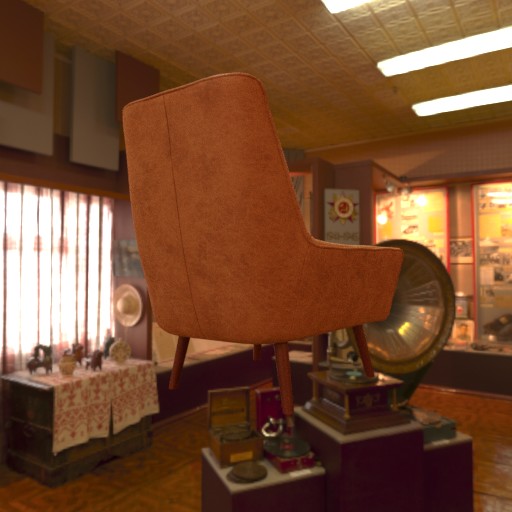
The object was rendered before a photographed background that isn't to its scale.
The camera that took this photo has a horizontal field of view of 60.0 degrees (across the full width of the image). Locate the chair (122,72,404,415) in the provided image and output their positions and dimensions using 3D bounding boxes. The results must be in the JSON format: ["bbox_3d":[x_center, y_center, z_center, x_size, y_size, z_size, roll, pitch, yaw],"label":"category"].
[{"bbox_3d":[0.000,0.000,1.495,0.753,0.883,0.851,-1,-2,35],"label":"chair"}]
